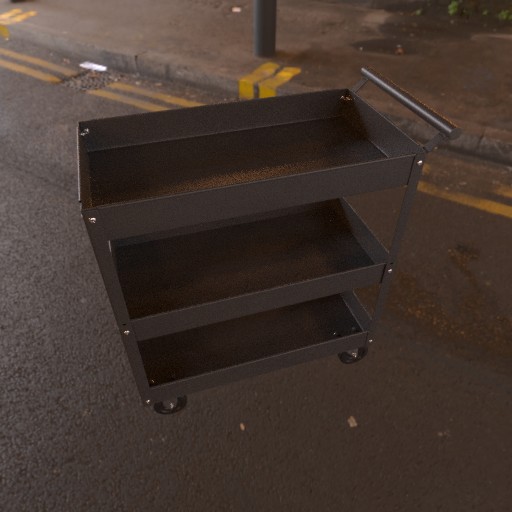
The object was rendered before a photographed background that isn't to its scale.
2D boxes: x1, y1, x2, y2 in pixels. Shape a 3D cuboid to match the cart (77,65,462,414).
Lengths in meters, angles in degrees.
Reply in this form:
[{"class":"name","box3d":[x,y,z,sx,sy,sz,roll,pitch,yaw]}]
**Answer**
[{"class":"cart","box3d":[0.000,0.000,1.156,0.719,0.780,0.366,-12,43,-13]}]
